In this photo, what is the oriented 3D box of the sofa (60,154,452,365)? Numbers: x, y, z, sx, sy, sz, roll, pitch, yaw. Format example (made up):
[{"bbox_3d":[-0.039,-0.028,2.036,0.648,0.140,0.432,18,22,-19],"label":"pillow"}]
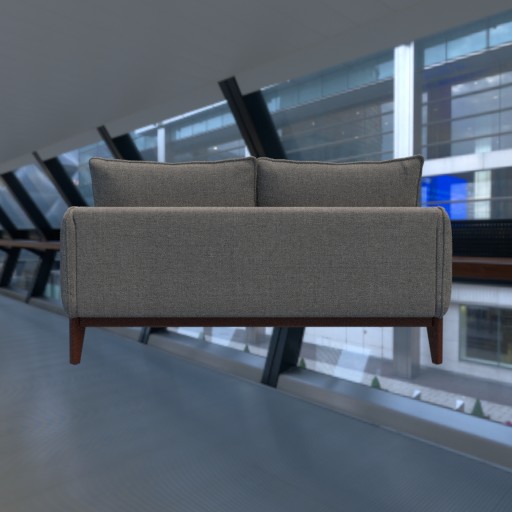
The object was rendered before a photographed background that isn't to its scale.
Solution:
[{"bbox_3d":[0.000,0.000,2.197,1.580,0.851,0.972,0,1,0],"label":"sofa"}]
